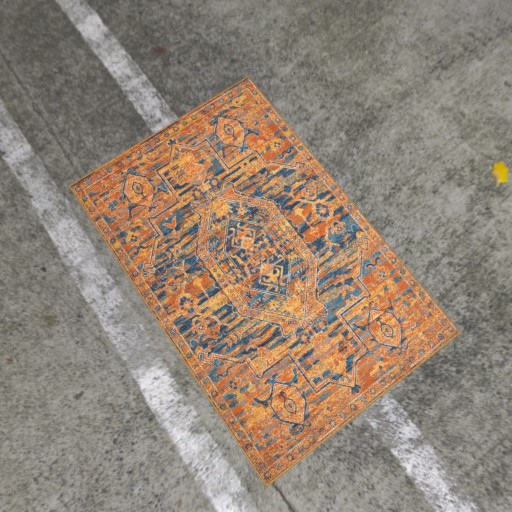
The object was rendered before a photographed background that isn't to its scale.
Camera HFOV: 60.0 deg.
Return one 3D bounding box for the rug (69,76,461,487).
[{"bbox_3d":[0.000,0.000,2.212,1.148,0.013,1.758,-35,77,-9],"label":"rug"}]
